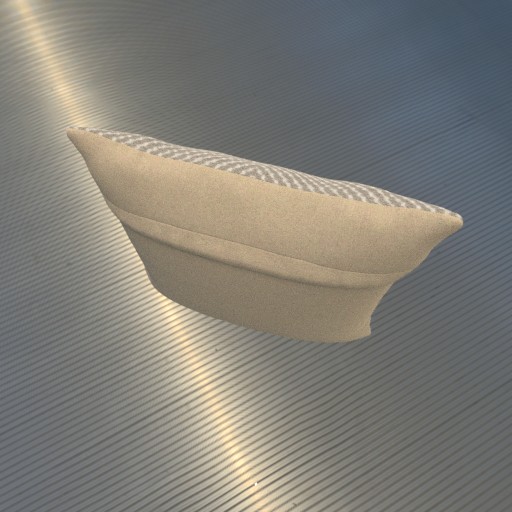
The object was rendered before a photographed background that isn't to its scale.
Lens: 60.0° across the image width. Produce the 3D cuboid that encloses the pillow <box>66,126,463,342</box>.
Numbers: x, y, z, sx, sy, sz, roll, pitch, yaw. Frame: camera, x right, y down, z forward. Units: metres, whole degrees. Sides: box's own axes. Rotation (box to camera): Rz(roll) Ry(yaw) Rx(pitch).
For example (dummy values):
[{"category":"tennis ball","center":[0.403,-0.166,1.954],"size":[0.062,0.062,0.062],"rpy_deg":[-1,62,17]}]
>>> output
[{"category":"pillow","center":[0.000,0.000,0.694],"size":[0.459,0.458,0.181],"rpy_deg":[14,64,7]}]
